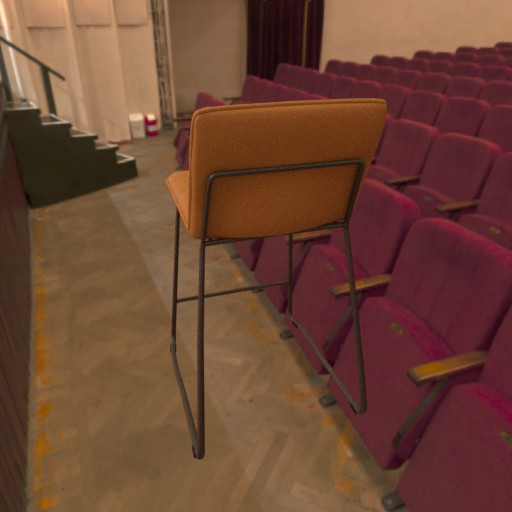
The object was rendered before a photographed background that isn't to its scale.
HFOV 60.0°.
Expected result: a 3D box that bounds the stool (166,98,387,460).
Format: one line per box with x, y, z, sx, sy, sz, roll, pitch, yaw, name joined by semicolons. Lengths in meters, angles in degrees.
0.000;0.000;1.204;0.489;0.866;0.524;-9;29;-16;stool
